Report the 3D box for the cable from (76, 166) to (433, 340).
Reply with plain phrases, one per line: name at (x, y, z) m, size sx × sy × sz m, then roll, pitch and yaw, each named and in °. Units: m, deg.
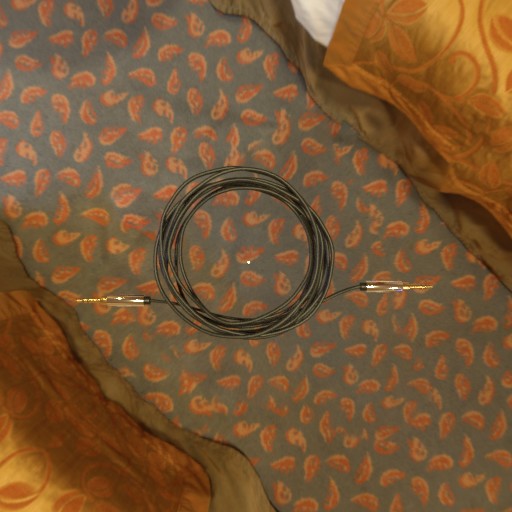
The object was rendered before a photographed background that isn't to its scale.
cable at (0.000, 0.000, 0.511) m, size 0.432 × 0.069 × 0.198 m, roll 0°, pitch 89°, yaw -1°
